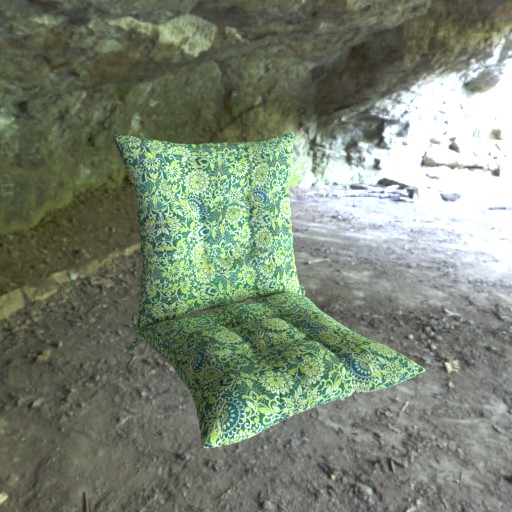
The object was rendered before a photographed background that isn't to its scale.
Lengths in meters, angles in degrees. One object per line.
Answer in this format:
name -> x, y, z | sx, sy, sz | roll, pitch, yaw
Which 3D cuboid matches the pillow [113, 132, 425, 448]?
pillow -> 0.000, 0.000, 1.012 | 0.541, 0.536, 0.585 | -8, 18, -27
